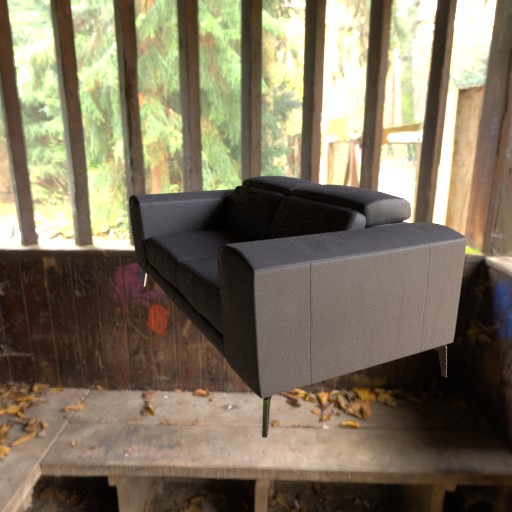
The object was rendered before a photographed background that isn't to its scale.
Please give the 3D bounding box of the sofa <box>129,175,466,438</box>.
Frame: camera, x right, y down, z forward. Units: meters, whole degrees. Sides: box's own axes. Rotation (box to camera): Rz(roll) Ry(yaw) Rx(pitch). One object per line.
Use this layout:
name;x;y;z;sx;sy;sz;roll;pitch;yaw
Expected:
sofa;0.000;0.000;2.443;1.003;0.779;1.895;-8;17;-26
